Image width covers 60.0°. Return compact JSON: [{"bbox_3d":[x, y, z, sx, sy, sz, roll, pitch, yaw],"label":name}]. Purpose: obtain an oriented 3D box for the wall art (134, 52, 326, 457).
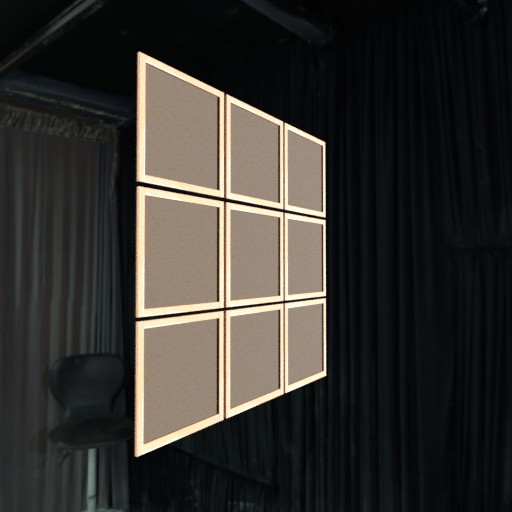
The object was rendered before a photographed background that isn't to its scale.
[{"bbox_3d":[0.000,0.000,1.826,0.013,1.218,1.216,-1,-2,36],"label":"wall art"}]
